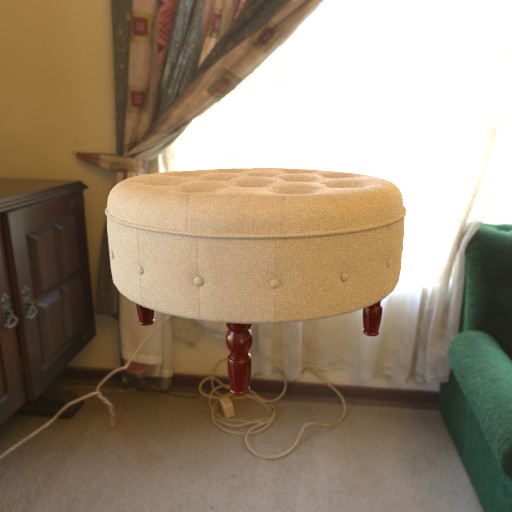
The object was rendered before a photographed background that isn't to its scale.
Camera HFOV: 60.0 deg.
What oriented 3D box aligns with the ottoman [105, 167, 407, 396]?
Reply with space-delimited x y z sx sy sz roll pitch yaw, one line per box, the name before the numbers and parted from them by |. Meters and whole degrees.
ottoman | 0.000 0.000 1.356 0.849 0.478 0.849 0 16 0
